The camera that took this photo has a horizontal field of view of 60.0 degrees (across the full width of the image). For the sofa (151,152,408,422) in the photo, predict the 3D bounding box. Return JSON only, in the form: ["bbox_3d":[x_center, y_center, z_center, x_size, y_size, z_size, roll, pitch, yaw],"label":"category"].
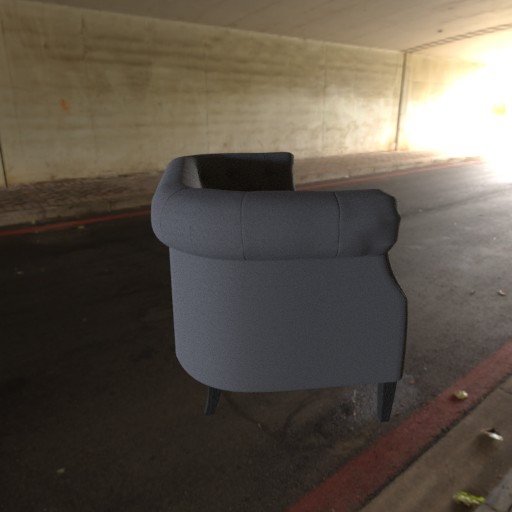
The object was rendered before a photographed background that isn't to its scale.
[{"bbox_3d":[0.000,0.000,2.038,0.835,0.827,1.558,-2,18,-8],"label":"sofa"}]
